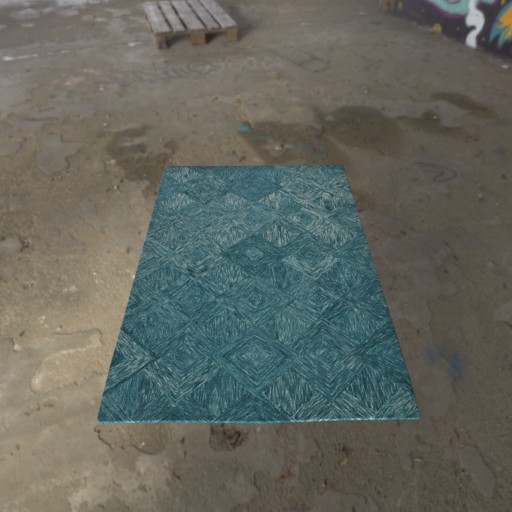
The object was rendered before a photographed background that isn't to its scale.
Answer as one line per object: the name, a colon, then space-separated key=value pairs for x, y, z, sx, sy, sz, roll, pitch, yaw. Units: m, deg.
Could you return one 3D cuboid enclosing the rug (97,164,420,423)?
rug: x=0.000 y=0.000 z=2.174 sx=1.136 sy=0.017 sz=1.728 roll=0 pitch=42 yaw=-1
